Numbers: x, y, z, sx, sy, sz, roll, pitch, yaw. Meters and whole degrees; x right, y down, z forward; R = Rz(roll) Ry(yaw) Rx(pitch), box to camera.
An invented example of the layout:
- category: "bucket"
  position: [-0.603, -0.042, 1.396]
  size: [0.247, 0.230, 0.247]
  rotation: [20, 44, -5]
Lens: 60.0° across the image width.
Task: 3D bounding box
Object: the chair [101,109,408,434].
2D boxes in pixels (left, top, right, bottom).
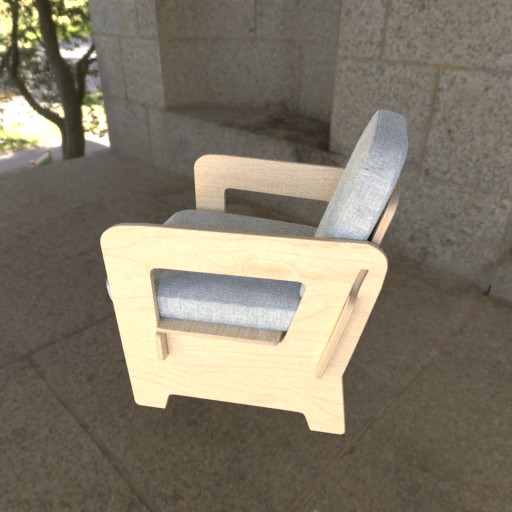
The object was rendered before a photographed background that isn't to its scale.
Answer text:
- category: "chair"
  position: [0.000, 0.000, 1.272]
  size: [0.710, 0.800, 0.590]
  rotation: [8, 30, 13]
